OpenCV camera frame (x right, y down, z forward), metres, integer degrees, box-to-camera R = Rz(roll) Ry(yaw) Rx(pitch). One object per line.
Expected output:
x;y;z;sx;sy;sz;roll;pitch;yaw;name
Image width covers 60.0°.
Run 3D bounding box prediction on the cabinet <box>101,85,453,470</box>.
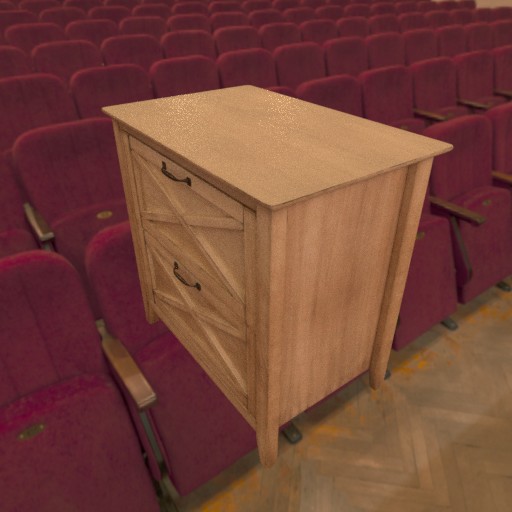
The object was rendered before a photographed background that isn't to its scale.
0.000;0.000;1.285;0.503;0.762;0.763;-22;38;-30;cabinet
